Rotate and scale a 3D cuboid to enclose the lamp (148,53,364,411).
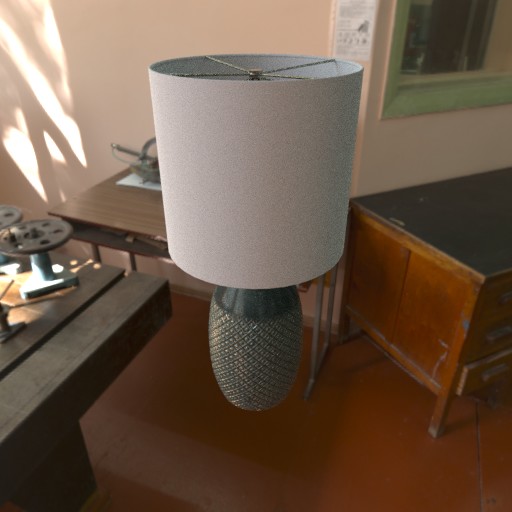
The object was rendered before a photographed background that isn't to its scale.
[{"bbox_3d":[0.000,0.000,0.567,0.217,0.453,0.217,-19,35,-29],"label":"lamp"}]
